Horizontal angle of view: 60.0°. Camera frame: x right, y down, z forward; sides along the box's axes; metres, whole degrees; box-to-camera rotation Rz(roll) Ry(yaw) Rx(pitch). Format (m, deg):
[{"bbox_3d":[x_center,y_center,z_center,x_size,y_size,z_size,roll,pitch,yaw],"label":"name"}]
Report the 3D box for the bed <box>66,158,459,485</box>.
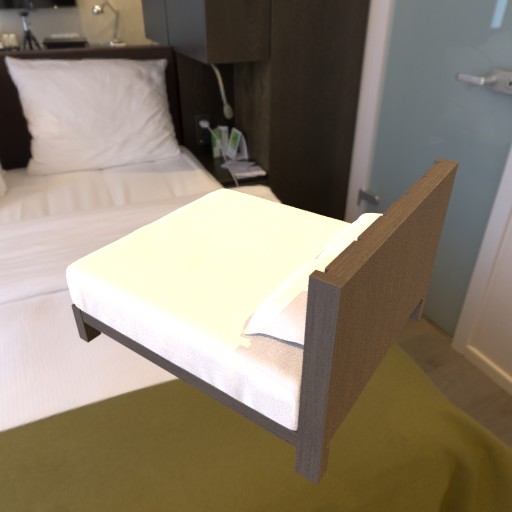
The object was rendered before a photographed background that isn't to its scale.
[{"bbox_3d":[0.000,0.000,3.077,1.992,1.261,1.735,20,36,30],"label":"bed"}]
